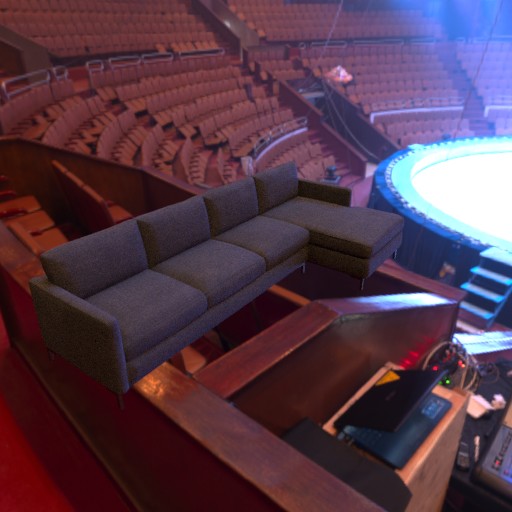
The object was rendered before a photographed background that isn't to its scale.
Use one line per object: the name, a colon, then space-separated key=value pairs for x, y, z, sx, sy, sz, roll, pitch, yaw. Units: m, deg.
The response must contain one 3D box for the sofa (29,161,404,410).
sofa: x=0.000 y=0.000 z=3.460 sx=1.350 sy=0.810 sz=2.932 roll=18 pitch=32 yaw=32
